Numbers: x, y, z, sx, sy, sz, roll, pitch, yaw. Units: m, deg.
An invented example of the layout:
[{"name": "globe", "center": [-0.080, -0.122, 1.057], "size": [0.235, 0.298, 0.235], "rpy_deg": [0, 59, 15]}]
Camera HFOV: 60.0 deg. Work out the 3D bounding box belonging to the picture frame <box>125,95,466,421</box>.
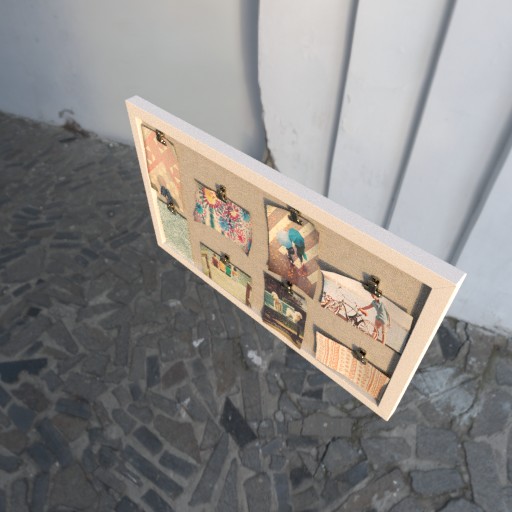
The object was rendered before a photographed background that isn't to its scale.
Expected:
[{"name": "picture frame", "center": [0.000, 0.000, 0.803], "size": [0.647, 0.379, 0.044], "rpy_deg": [34, 55, 28]}]
